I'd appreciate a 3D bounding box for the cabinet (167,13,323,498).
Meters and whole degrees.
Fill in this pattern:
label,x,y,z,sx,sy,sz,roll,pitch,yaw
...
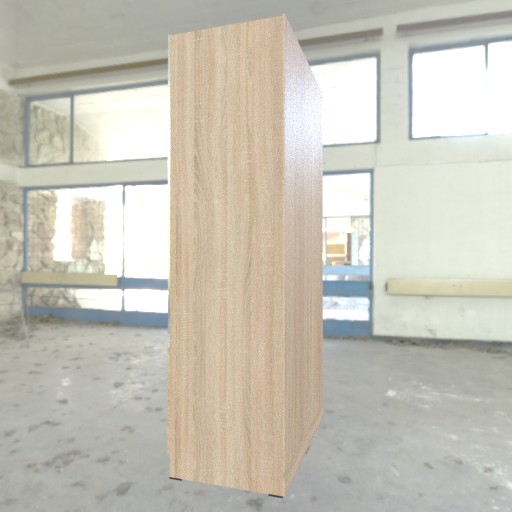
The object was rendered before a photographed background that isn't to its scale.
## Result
label,x,y,z,sx,sy,sz,roll,pitch,yaw
cabinet,0.000,0.000,2.504,0.590,2.121,1.001,0,0,18
